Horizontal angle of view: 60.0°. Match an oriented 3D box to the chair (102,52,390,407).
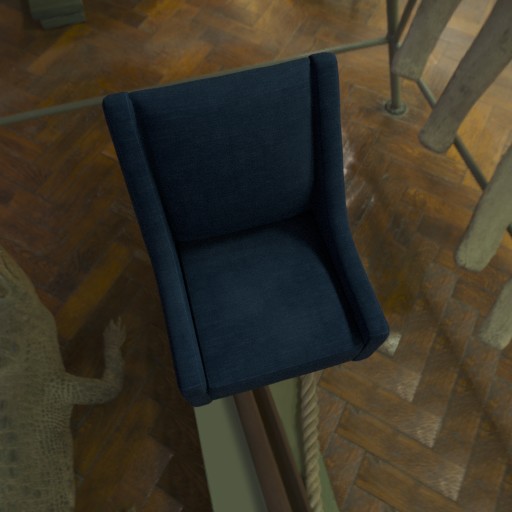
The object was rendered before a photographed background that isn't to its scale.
[{"bbox_3d":[0.000,0.000,1.659,0.774,1.014,0.870,-14,65,-7],"label":"chair"}]
